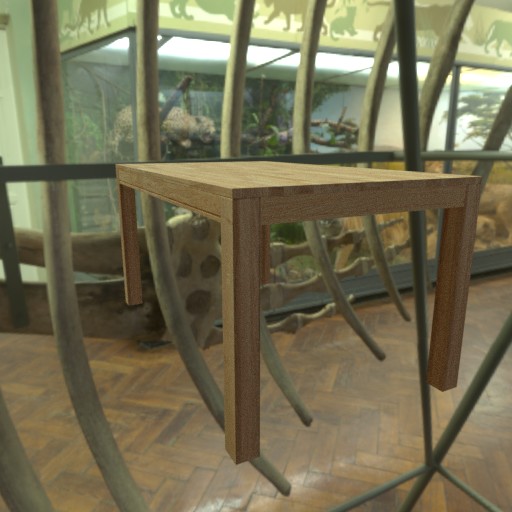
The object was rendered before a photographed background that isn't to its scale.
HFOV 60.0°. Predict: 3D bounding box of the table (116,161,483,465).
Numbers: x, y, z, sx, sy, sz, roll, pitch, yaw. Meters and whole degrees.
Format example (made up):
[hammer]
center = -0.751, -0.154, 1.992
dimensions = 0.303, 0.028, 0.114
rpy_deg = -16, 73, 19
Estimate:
[table]
center = 0.000, 0.000, 1.994
dimensions = 0.900, 0.770, 1.500
rpy_deg = -7, 16, -26
